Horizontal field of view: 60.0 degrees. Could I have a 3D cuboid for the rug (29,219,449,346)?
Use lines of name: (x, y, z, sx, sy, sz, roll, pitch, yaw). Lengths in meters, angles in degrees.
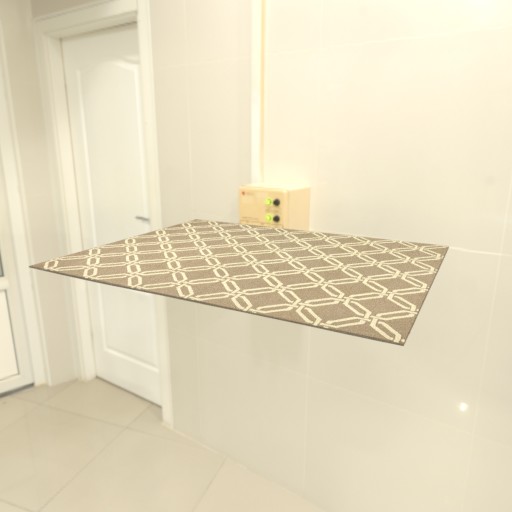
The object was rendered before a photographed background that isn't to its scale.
rug: (0.000, 0.000, 3.847, 2.895, 0.018, 2.288, 8, 17, 27)
